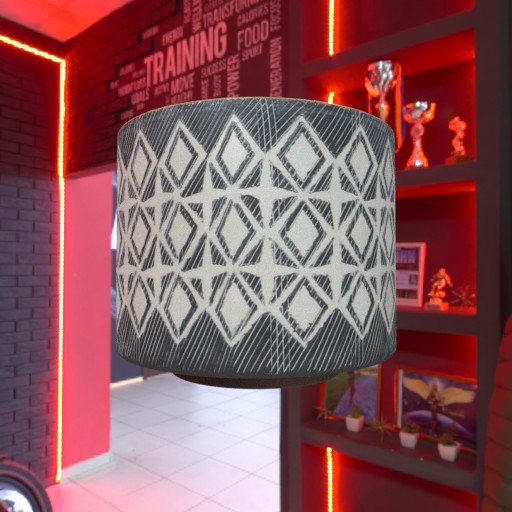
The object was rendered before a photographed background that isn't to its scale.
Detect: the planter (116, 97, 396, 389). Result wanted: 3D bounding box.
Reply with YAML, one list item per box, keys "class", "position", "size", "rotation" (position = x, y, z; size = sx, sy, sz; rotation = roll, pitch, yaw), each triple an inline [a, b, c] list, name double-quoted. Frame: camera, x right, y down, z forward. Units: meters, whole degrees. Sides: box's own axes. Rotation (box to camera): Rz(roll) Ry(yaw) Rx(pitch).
- class: "planter"
  position: [0.000, 0.000, 0.211]
  size: [0.126, 0.104, 0.126]
  rotation: [0, -1, 0]
